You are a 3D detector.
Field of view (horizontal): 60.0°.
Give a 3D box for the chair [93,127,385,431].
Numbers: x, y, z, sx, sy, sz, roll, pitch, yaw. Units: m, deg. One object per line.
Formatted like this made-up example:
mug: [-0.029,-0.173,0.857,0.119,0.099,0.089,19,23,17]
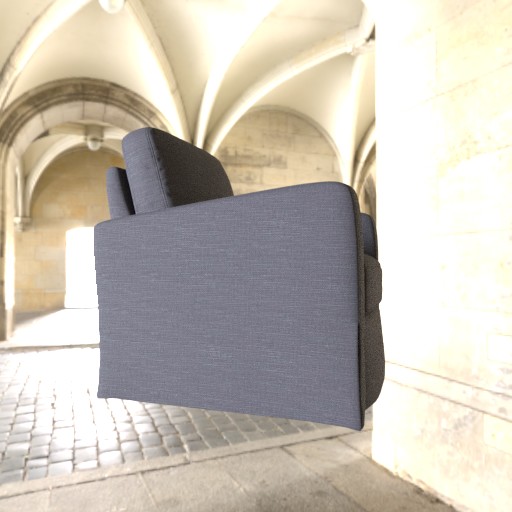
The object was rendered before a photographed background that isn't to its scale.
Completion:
chair: [0.000,0.000,1.555,0.863,0.855,0.798,0,-1,19]
